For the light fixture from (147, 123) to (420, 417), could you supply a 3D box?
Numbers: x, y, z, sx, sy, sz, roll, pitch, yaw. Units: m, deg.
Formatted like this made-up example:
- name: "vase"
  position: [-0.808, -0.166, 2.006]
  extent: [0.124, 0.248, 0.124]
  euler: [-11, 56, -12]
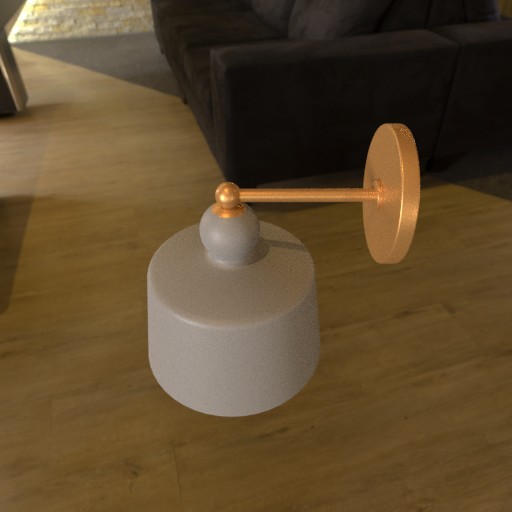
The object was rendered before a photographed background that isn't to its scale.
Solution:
- name: "light fixture"
  position: [0.000, 0.000, 0.450]
  extent: [0.254, 0.268, 0.204]
  euler: [0, 39, 0]
